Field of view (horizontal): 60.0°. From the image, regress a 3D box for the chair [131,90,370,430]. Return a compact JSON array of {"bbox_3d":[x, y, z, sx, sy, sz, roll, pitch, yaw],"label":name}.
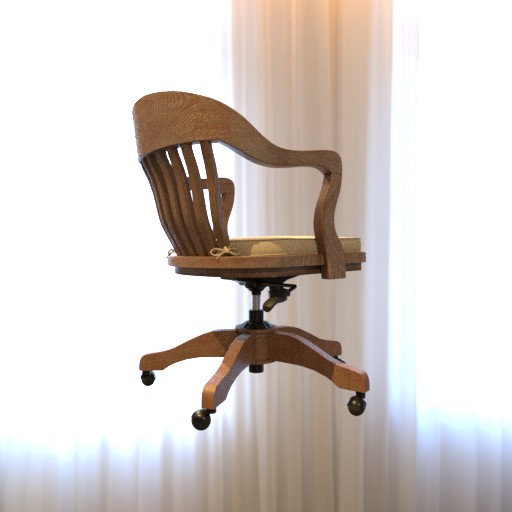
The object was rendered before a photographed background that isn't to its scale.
[{"bbox_3d":[0.000,0.000,1.452,0.788,0.878,0.750,0,1,-36],"label":"chair"}]
